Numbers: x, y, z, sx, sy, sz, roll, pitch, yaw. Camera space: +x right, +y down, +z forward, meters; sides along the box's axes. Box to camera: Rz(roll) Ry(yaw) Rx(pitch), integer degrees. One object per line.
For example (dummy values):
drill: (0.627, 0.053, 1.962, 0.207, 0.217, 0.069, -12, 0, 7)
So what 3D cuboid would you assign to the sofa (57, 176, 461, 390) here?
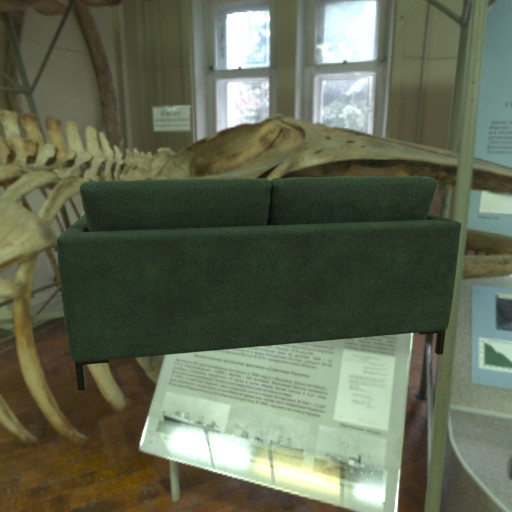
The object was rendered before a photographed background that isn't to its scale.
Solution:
sofa: (0.000, 0.000, 2.213, 1.676, 0.817, 0.875, -3, 14, -11)
